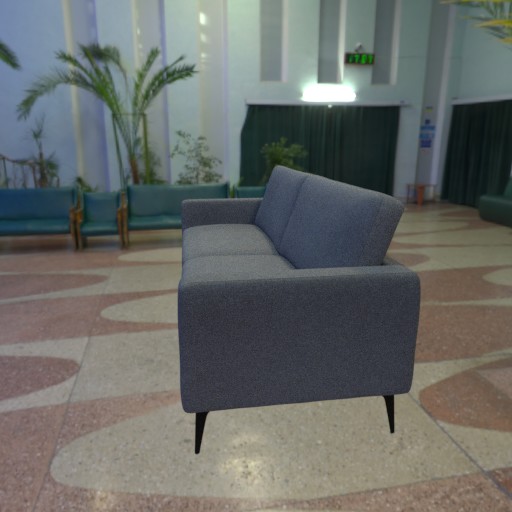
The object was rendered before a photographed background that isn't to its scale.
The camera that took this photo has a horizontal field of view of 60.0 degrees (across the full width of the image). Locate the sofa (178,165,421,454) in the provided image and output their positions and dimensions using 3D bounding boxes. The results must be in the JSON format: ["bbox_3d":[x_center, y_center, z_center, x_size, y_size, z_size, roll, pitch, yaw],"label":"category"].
[{"bbox_3d":[0.000,0.000,2.288,0.774,0.828,1.925,-2,15,-9],"label":"sofa"}]
